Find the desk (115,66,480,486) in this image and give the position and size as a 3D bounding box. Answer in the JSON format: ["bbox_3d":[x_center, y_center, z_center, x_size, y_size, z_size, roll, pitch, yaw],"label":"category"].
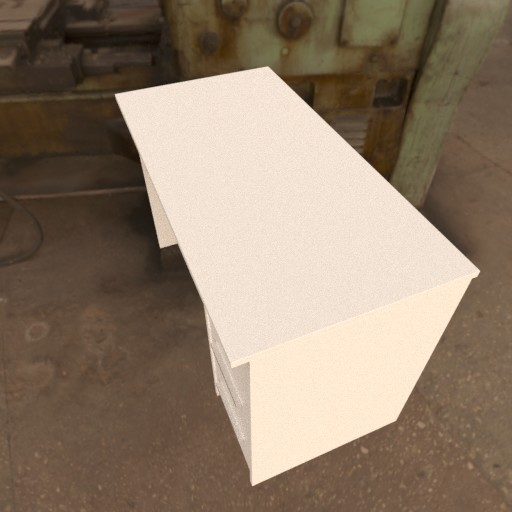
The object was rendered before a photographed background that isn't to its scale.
[{"bbox_3d":[0.000,0.000,1.470,0.560,0.735,1.097,-17,49,-16],"label":"desk"}]
